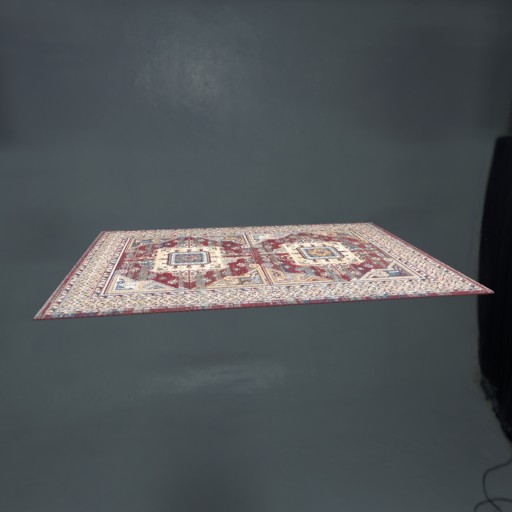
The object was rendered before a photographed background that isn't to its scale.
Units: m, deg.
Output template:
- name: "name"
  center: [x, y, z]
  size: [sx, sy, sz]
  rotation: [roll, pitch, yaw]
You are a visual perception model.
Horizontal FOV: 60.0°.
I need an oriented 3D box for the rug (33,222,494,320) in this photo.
- name: "rug"
  center: [0.000, 0.000, 2.853]
  size: [2.210, 0.011, 1.599]
  rotation: [-2, 17, -8]
